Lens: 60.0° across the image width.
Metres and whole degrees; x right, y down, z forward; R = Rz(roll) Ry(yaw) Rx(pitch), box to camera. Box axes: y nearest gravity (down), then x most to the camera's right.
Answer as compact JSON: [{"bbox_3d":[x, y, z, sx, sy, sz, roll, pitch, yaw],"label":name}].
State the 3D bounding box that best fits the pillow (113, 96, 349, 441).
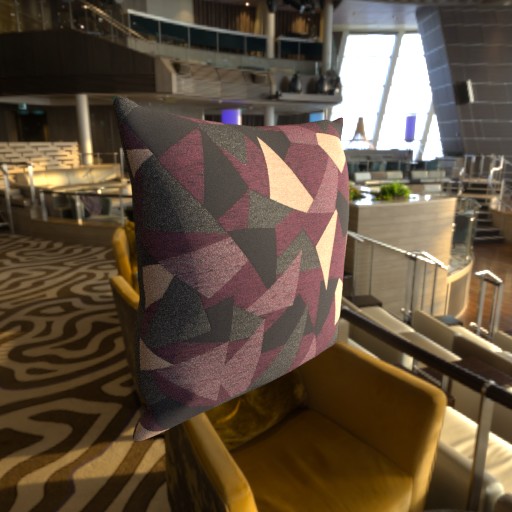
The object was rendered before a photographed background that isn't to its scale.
[{"bbox_3d":[0.000,0.000,0.772,0.503,0.496,0.208,-13,20,-42],"label":"pillow"}]
